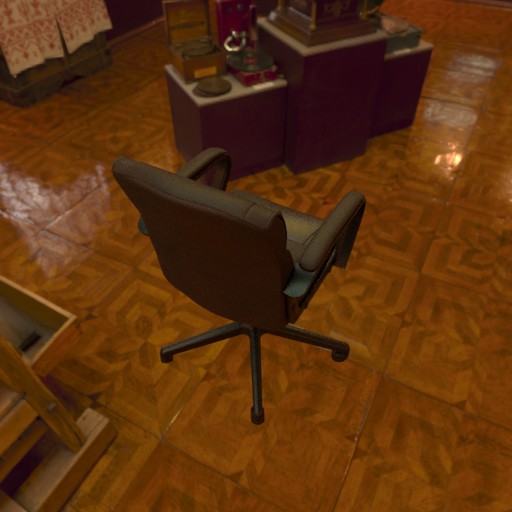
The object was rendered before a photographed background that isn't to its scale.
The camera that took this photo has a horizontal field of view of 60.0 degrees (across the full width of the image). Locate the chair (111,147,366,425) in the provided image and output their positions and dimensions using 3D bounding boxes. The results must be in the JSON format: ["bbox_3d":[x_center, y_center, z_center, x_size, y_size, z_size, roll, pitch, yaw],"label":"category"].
[{"bbox_3d":[0.000,0.000,1.508,0.739,1.004,0.717,23,49,21],"label":"chair"}]
